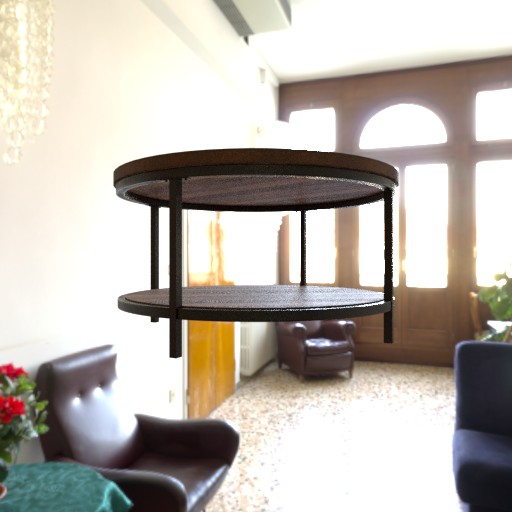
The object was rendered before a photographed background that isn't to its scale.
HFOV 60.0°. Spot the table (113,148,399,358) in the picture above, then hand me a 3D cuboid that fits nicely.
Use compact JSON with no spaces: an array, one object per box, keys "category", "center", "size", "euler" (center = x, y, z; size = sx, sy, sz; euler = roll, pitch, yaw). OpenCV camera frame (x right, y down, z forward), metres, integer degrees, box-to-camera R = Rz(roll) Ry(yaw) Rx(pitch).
[{"category":"table","center":[0.000,0.000,1.365],"size":[0.837,0.462,0.837],"euler":[0,0,0]}]
